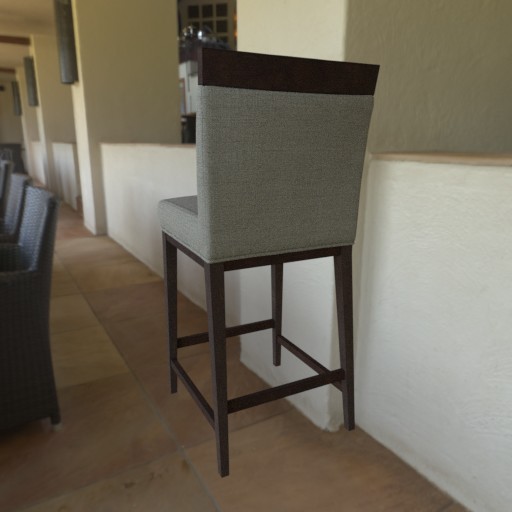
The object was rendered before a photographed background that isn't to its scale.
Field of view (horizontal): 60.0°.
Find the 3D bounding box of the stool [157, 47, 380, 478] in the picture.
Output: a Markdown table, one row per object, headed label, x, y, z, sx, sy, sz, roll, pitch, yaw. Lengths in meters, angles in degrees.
| label | x | y | z | sx | sy | sz | roll | pitch | yaw |
| --- | --- | --- | --- | --- | --- | --- | --- | --- | --- |
| stool | 0.000 | 0.000 | 1.416 | 0.511 | 1.117 | 0.531 | -7 | 16 | -26 |
